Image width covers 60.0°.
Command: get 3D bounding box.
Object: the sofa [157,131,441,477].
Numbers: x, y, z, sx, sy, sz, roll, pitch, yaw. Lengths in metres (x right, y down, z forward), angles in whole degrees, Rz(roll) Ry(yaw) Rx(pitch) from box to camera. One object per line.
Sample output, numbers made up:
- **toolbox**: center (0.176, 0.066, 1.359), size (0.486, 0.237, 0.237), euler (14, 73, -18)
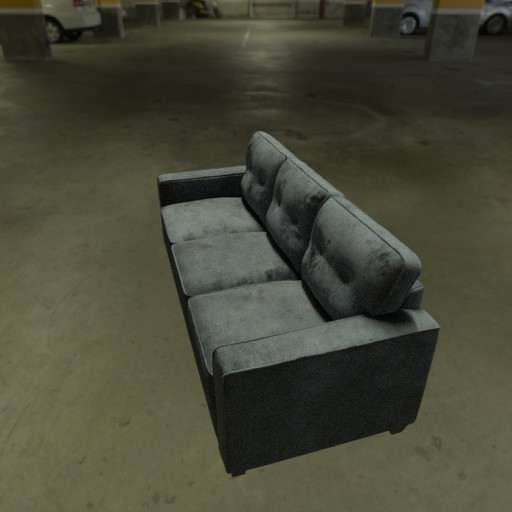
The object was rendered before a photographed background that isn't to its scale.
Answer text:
- **sofa**: center (0.000, 0.000, 2.611), size (0.939, 0.965, 2.133), euler (-9, 32, -15)
